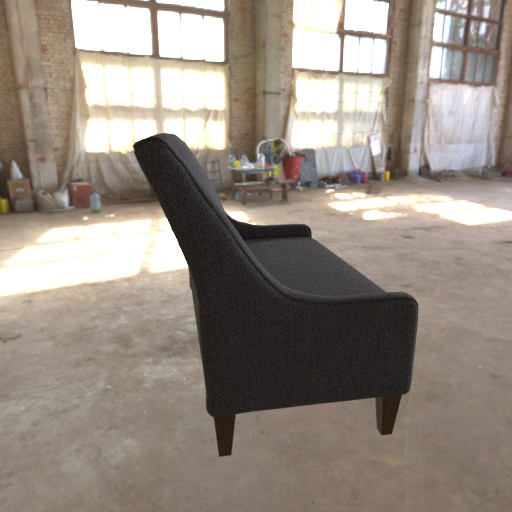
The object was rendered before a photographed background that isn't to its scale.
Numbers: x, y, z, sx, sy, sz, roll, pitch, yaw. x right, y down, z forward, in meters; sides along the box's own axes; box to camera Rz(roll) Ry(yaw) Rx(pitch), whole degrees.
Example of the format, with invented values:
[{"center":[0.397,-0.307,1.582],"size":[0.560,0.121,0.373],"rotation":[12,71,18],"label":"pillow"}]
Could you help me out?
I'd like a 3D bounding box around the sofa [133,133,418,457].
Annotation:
[{"center":[0.000,0.000,1.907],"size":[0.873,1.022,1.242],"rotation":[-3,16,-10],"label":"sofa"}]
